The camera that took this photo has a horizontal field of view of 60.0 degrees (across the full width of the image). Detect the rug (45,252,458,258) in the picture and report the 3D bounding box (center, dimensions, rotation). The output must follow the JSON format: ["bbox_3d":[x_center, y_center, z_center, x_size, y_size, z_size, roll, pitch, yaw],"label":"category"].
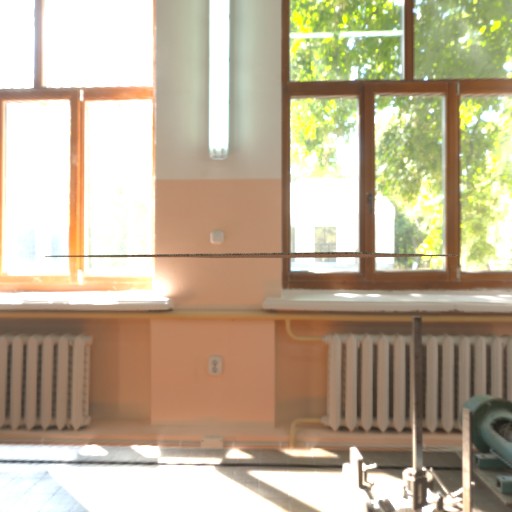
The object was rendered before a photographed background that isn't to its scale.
[{"bbox_3d":[0.000,0.000,4.134,3.054,0.030,2.430,0,-1,37],"label":"rug"}]
